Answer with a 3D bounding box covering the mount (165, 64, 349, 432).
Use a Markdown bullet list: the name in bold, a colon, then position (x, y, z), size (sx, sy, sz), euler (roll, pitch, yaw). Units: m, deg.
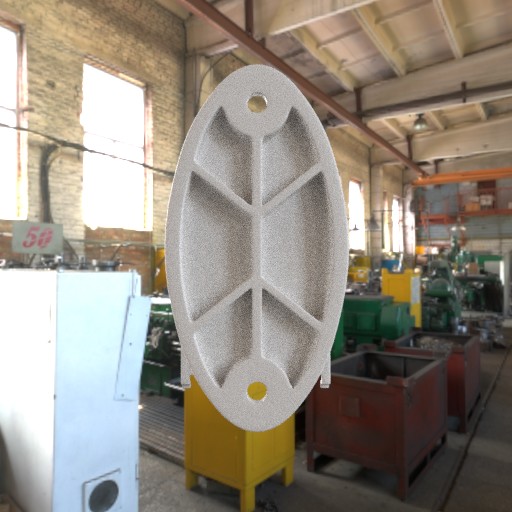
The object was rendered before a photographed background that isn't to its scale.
- **mount**: position (0.000, 0.000, 0.176), size (0.066, 0.118, 0.100), euler (0, -1, 0)
